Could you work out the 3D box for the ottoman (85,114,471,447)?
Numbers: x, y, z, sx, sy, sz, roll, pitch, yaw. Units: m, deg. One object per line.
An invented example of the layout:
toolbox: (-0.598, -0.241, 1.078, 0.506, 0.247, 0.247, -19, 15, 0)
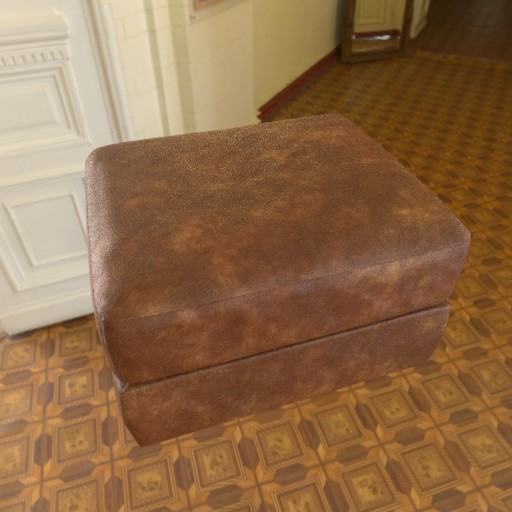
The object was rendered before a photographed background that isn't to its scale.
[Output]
ottoman: (0.000, 0.000, 1.091, 0.751, 0.476, 0.603, -12, 43, -13)
